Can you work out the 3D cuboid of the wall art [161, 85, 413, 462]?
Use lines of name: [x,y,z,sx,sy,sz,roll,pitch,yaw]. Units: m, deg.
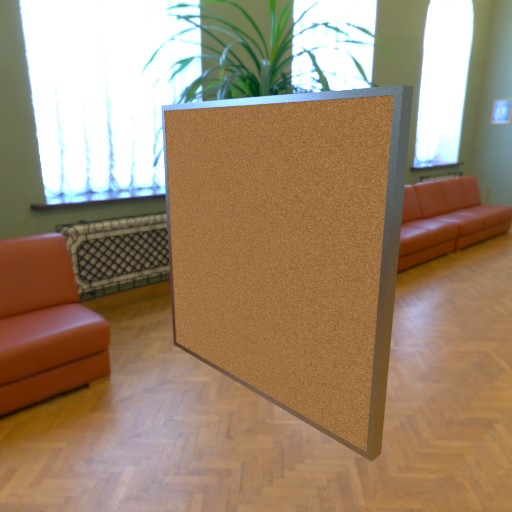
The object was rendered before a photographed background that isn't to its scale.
wall art: [0.000,0.000,1.198,0.038,0.806,0.806,-14,21,-42]
